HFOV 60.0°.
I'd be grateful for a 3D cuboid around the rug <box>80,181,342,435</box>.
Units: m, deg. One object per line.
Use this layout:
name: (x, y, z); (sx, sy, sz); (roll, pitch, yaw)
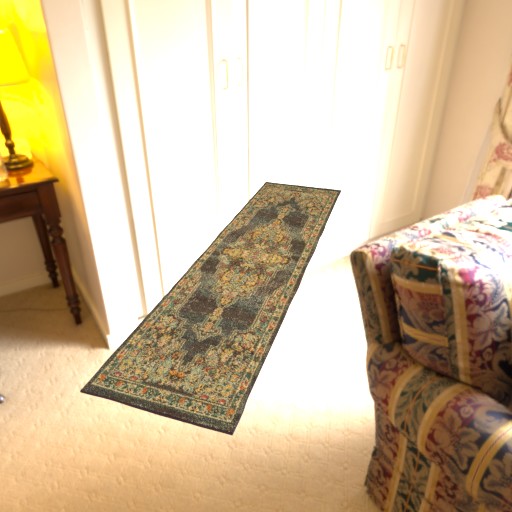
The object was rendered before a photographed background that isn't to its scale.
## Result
rug: (0.000, 0.000, 2.471); (0.602, 0.016, 2.283); (9, 31, 16)
